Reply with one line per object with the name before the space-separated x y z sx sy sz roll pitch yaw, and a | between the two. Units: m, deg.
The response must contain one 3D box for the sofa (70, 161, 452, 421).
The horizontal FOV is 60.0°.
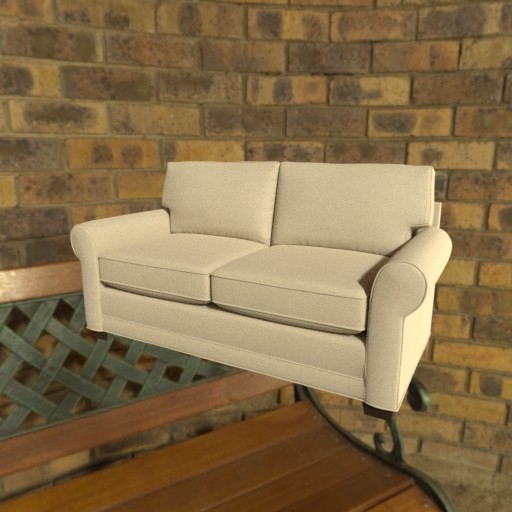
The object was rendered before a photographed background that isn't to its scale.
sofa | 0.000 0.000 2.260 1.774 0.933 0.861 7 15 28
